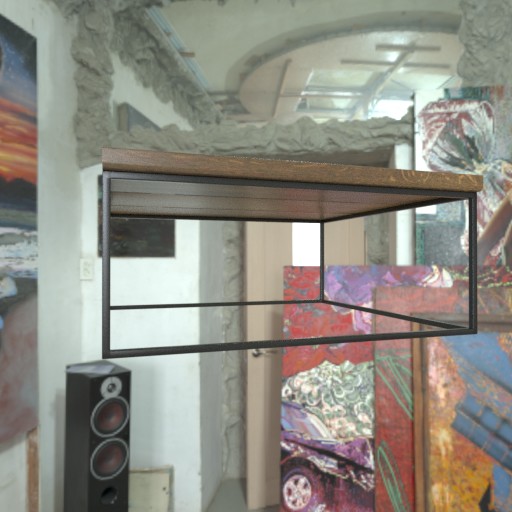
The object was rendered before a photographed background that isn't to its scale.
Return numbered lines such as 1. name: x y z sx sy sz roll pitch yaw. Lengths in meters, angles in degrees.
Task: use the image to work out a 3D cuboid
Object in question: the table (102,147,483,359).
1. table: 0.000 0.000 1.392 0.900 0.400 0.900 0 0 -18
